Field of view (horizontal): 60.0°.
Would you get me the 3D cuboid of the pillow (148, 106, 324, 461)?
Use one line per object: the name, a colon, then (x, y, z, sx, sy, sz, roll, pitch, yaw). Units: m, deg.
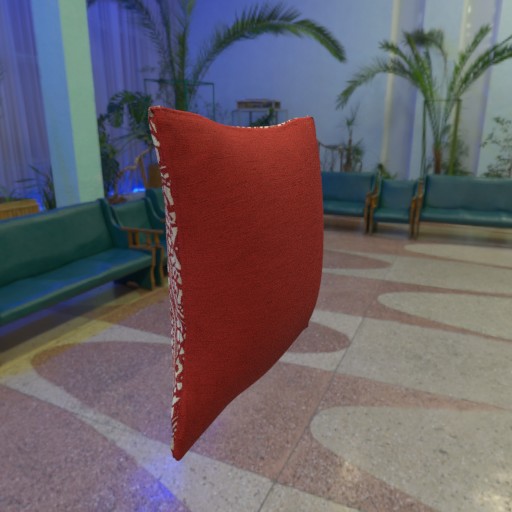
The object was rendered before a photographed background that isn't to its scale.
pillow: (0.000, 0.000, 0.677, 0.162, 0.419, 0.438, 8, 18, 27)
